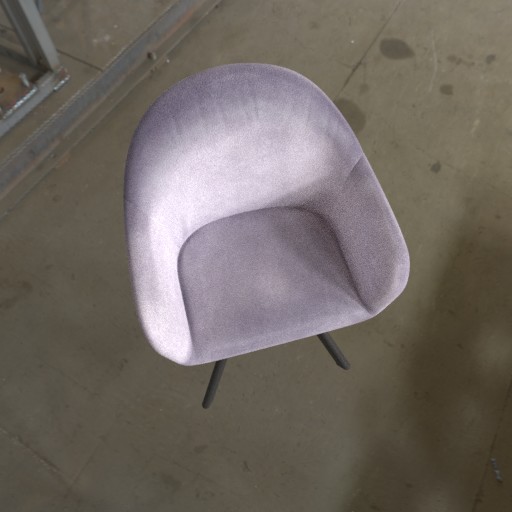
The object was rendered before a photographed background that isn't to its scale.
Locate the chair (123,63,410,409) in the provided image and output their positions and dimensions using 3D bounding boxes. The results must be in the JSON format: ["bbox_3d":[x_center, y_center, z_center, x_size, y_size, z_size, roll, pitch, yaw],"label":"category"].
[{"bbox_3d":[0.000,0.000,1.145,0.570,0.780,0.540,-13,63,-7],"label":"chair"}]
